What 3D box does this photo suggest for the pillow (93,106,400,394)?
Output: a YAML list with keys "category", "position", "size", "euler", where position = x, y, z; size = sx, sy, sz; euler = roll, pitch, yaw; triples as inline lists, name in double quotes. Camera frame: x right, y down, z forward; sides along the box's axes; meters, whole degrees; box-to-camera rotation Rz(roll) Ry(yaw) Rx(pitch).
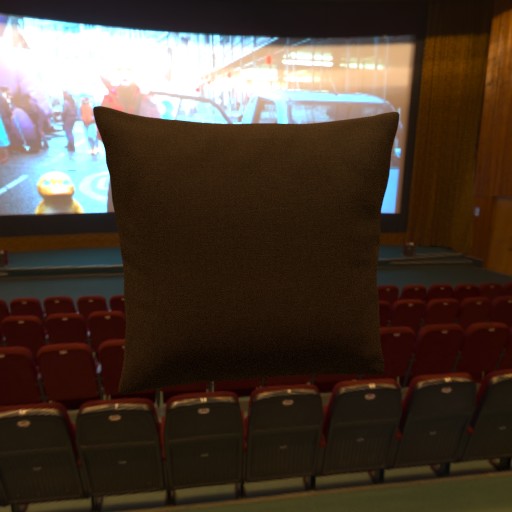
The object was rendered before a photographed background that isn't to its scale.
- category: "pillow"
  position: [0.000, 0.000, 0.799]
  size: [0.523, 0.506, 0.166]
  euler: [-2, 12, -9]
